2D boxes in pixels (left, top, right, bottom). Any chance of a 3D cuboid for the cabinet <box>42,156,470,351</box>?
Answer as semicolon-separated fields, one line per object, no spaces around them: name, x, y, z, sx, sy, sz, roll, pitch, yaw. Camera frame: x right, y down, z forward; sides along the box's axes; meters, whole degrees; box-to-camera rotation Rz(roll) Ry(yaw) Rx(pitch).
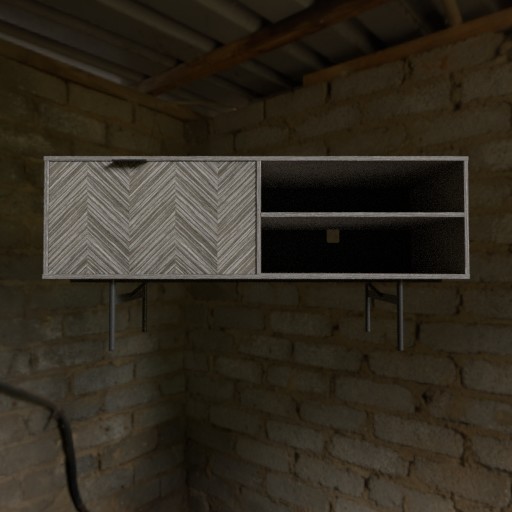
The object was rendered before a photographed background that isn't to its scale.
cabinet;0.000;0.000;1.575;1.300;0.599;0.500;0;-2;0
